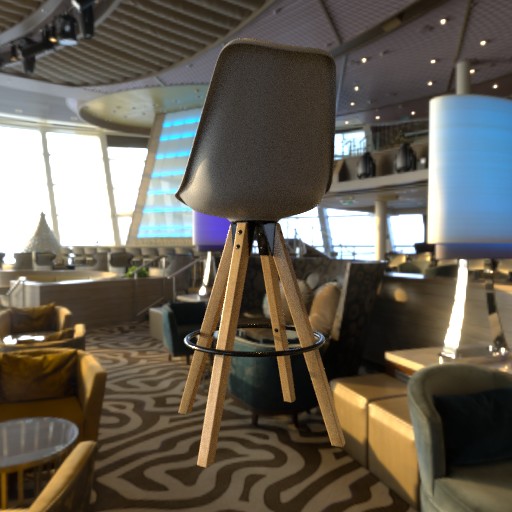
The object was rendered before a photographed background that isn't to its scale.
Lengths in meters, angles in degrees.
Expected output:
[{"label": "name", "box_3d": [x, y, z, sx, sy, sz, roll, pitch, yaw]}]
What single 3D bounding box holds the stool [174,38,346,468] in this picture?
[{"label": "stool", "box_3d": [0.000, 0.000, 1.407, 0.485, 1.115, 0.550, 0, 1, -17]}]
